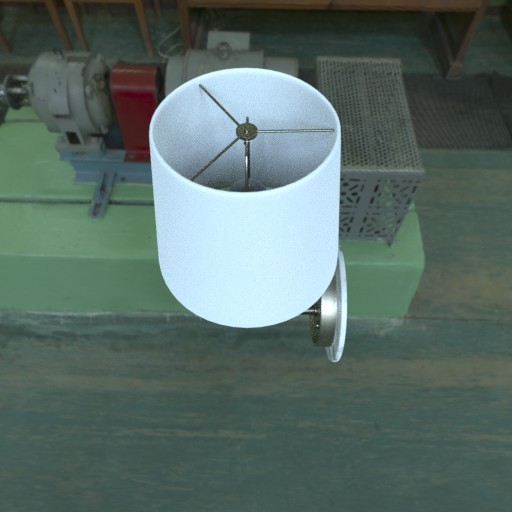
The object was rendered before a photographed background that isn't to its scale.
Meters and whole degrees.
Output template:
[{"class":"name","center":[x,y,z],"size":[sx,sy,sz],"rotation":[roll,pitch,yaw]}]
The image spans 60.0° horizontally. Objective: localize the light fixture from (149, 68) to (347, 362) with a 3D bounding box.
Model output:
[{"class":"light fixture","center":[0.000,0.000,0.444],"size":[0.188,0.337,0.168],"rotation":[0,58,0]}]
